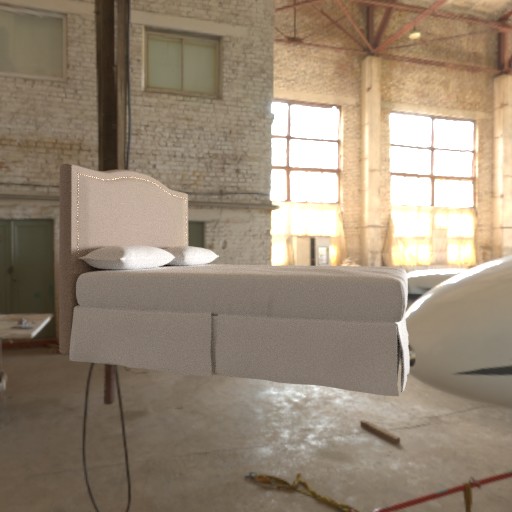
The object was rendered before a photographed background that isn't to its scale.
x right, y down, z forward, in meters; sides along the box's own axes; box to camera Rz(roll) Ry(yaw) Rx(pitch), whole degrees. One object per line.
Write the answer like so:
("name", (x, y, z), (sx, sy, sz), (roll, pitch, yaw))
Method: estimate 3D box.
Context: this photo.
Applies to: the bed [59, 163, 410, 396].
("bed", (0.000, 0.000, 3.476), (2.282, 1.436, 1.821), (0, 1, 19))
